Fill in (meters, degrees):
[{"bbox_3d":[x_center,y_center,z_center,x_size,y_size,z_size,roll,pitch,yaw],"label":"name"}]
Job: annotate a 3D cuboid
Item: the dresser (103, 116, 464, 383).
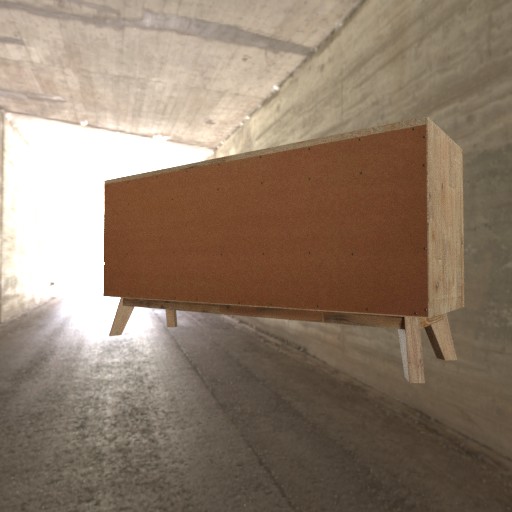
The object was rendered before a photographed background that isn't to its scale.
[{"bbox_3d":[0.000,0.000,1.956,1.602,0.788,0.455,-1,-2,37],"label":"dresser"}]
